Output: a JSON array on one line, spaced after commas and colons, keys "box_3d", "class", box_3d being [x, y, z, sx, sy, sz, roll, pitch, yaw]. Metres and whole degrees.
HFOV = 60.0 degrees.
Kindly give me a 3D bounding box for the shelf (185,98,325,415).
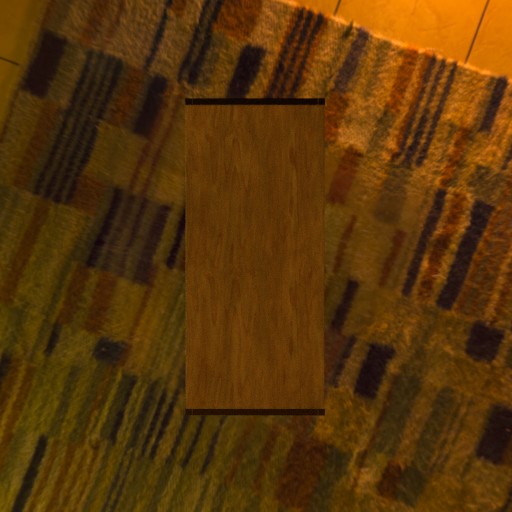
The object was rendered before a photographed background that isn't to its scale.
[{"box_3d": [0.000, 0.000, 2.122, 0.386, 1.803, 0.874, 0, 90, 0], "class": "shelf"}]
